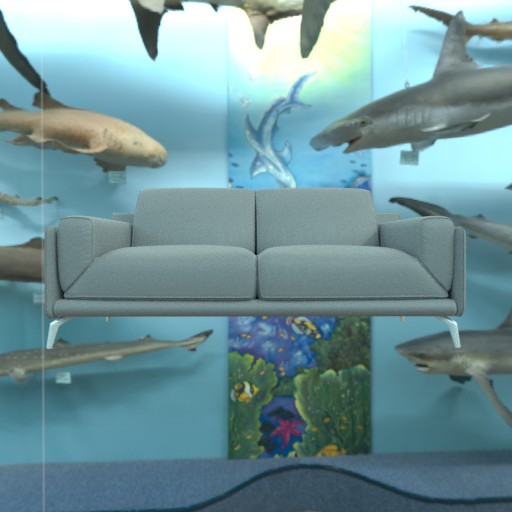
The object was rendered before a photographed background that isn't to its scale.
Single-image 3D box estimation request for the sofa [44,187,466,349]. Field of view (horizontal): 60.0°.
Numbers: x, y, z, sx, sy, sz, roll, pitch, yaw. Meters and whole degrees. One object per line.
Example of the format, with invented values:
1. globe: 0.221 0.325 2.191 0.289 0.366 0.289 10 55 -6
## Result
1. sofa: 0.000 0.000 2.630 2.100 0.900 0.969 0 1 -1
